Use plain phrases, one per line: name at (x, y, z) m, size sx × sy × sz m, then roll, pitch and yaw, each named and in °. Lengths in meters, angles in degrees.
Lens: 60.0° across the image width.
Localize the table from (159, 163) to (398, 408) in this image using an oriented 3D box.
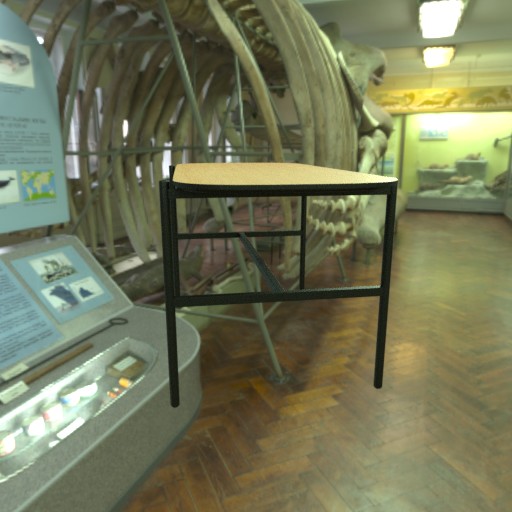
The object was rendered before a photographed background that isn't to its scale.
table at (0.000, 0.000, 1.042) m, size 0.400 × 0.400 × 0.800 m, roll -2°, pitch 14°, yaw -9°
